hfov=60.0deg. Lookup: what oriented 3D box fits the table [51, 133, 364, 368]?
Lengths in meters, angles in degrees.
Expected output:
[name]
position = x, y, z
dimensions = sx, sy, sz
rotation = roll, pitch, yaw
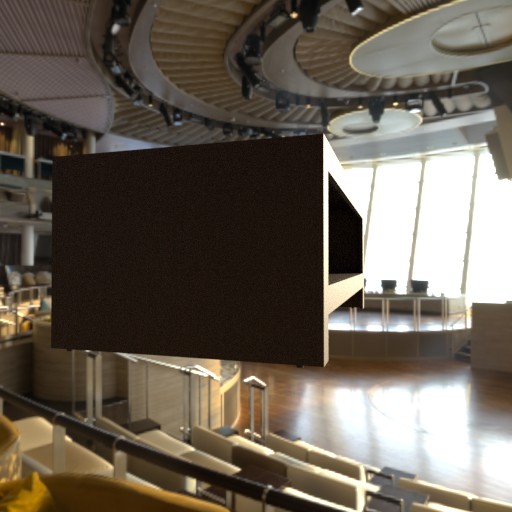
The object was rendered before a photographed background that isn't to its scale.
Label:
[table]
position = 0.000, 0.000, 1.408
dimensions = 0.597, 0.424, 1.099
rotation = 0, -1, 17
